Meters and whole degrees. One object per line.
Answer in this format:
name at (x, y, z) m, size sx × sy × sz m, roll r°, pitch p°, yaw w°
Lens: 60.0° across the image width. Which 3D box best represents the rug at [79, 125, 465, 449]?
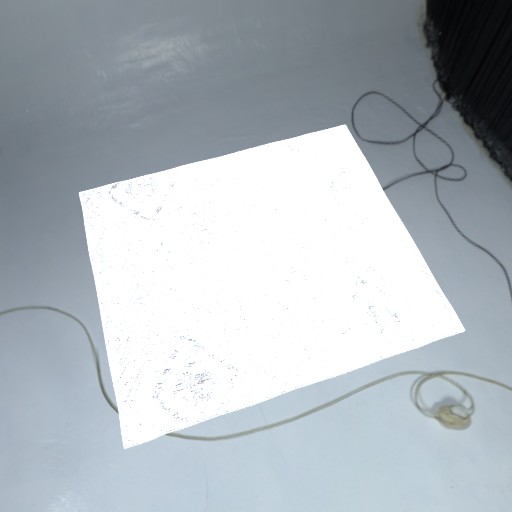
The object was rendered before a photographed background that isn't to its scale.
rug at (0.000, 0.000, 0.897) m, size 0.639 × 0.006 × 0.548 m, roll -16°, pitch 63°, yaw -9°
